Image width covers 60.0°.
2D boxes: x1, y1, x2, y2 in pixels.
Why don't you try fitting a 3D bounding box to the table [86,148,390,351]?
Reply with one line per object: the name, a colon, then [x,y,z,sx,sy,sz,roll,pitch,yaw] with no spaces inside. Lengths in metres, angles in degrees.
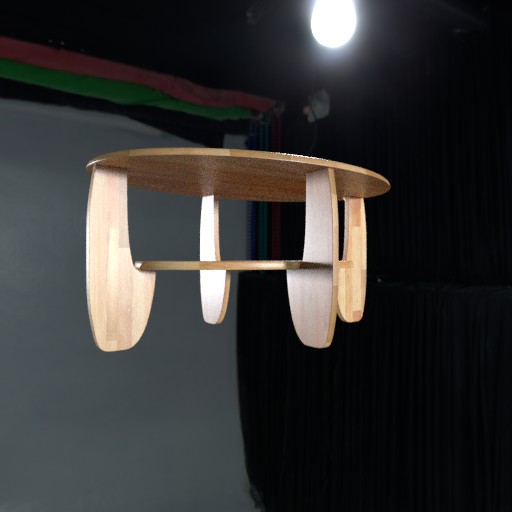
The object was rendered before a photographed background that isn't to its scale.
table: [0.000,0.000,1.410,1.040,0.490,0.690,0,-1,-36]
